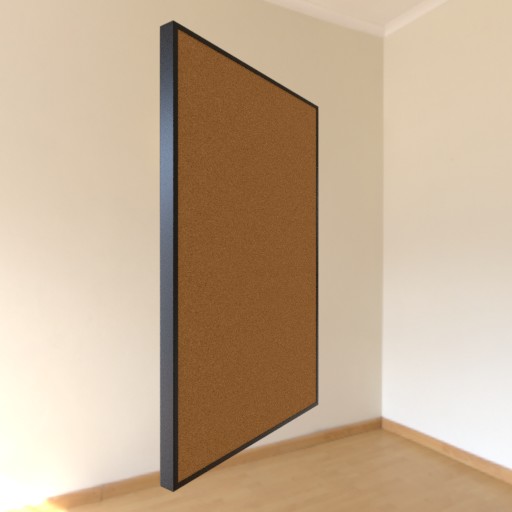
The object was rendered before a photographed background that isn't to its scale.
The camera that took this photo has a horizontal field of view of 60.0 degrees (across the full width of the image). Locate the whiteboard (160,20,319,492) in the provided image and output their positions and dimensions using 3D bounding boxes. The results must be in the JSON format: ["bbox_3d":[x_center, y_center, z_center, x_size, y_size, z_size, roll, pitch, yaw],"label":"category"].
[{"bbox_3d":[0.000,0.000,0.746,0.026,0.611,0.406,0,0,35],"label":"whiteboard"}]
